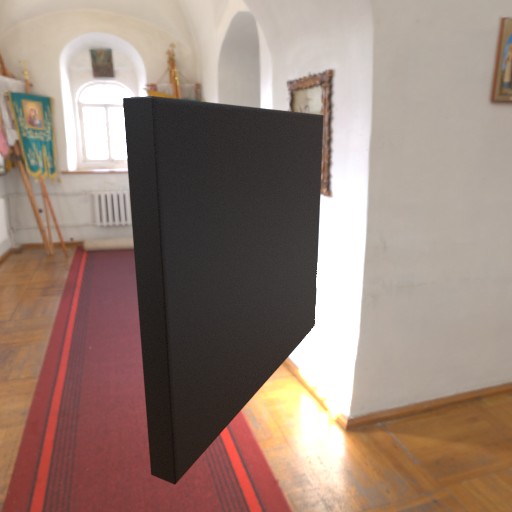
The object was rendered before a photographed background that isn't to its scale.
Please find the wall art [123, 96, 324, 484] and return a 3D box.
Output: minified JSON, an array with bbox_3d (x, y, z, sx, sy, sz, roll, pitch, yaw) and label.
[{"bbox_3d":[0.000,0.000,0.524,0.028,0.330,0.380,8,17,26],"label":"wall art"}]
